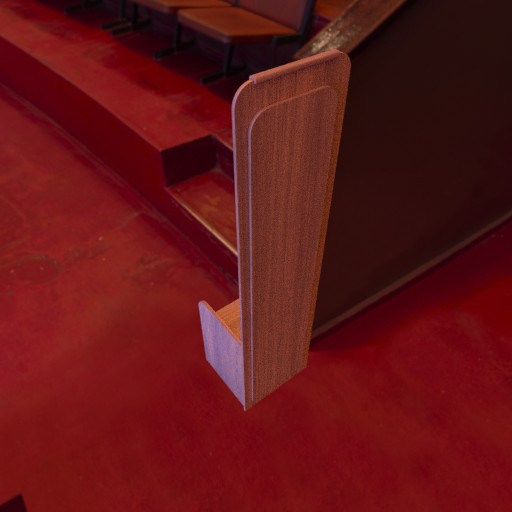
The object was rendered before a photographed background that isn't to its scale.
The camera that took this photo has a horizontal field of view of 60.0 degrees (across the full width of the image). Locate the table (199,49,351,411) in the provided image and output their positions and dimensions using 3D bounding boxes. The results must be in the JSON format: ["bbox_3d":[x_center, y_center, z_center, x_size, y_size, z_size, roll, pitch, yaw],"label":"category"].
[{"bbox_3d":[0.000,0.000,1.997,0.450,1.830,0.420,-28,51,-26],"label":"table"}]
